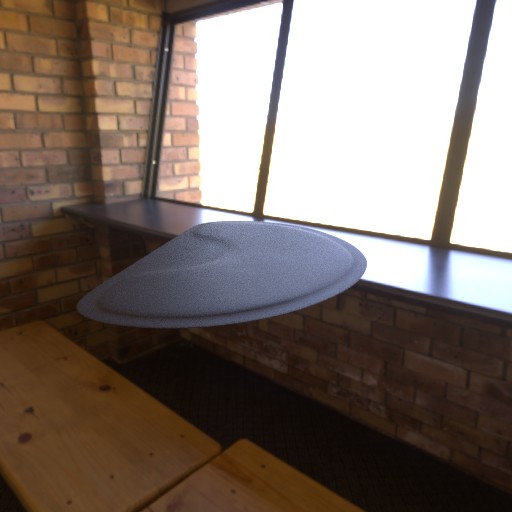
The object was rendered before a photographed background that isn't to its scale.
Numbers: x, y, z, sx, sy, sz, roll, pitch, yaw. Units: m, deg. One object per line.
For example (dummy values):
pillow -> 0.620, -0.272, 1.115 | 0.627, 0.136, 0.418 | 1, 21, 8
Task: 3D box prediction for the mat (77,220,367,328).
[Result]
mat -> 0.000, 0.000, 1.872 | 0.913, 0.013, 1.524 | 3, 16, 10
